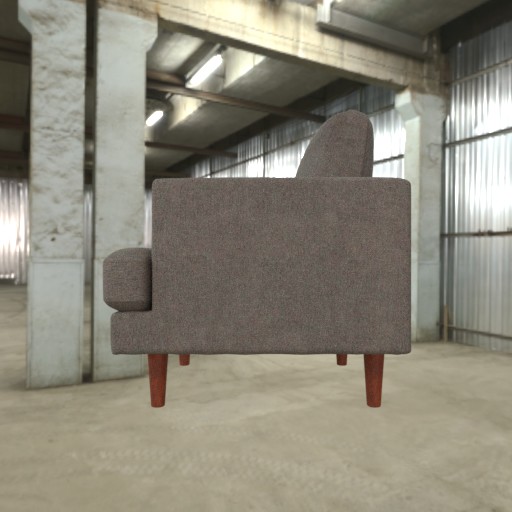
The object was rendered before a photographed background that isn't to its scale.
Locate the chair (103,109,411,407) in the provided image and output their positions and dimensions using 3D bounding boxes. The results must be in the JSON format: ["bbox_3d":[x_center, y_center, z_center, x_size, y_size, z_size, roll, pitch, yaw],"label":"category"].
[{"bbox_3d":[0.000,0.000,1.677,0.899,0.957,0.858,0,0,0],"label":"chair"}]
